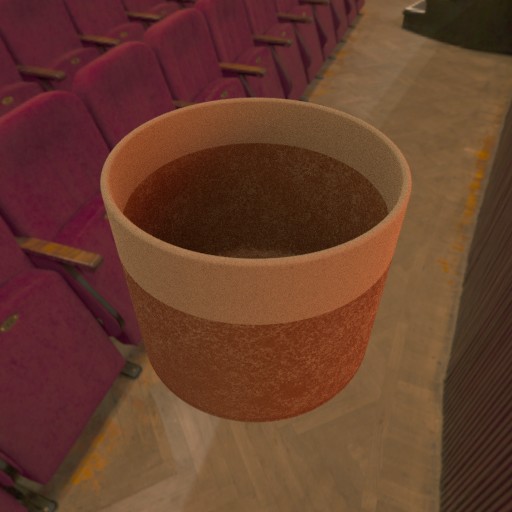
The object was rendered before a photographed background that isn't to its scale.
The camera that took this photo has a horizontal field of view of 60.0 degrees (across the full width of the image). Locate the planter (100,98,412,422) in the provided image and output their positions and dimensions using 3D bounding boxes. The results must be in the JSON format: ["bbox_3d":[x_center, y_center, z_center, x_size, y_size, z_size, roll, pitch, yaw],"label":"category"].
[{"bbox_3d":[0.000,0.000,0.278,0.159,0.138,0.159,0,43,0],"label":"planter"}]
